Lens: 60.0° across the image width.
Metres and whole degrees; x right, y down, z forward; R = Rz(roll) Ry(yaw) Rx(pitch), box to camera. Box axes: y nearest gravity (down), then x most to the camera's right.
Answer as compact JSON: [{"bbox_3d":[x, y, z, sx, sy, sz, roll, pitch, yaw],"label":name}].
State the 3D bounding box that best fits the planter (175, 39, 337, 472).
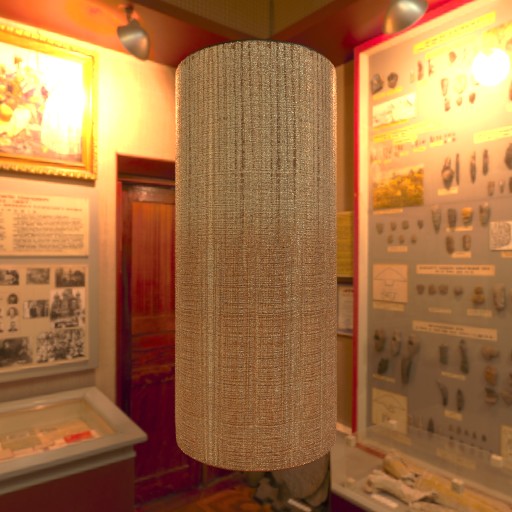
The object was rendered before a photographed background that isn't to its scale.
[{"bbox_3d":[0.000,0.000,0.279,0.100,0.227,0.100,0,0,-36],"label":"planter"}]
